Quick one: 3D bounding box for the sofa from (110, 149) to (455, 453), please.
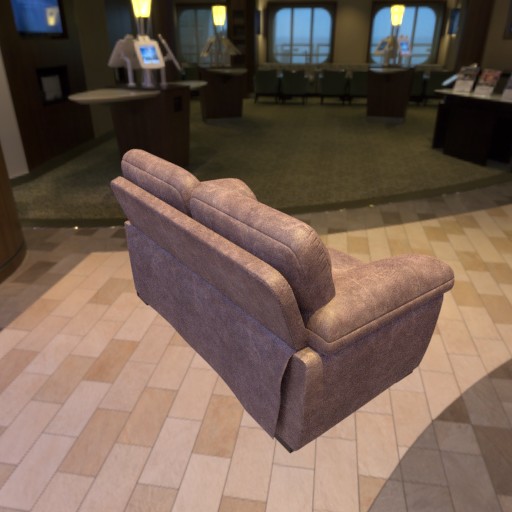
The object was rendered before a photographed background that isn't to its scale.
[{"bbox_3d":[0.000,0.000,2.402,0.991,0.991,1.753,-18,32,-32],"label":"sofa"}]
